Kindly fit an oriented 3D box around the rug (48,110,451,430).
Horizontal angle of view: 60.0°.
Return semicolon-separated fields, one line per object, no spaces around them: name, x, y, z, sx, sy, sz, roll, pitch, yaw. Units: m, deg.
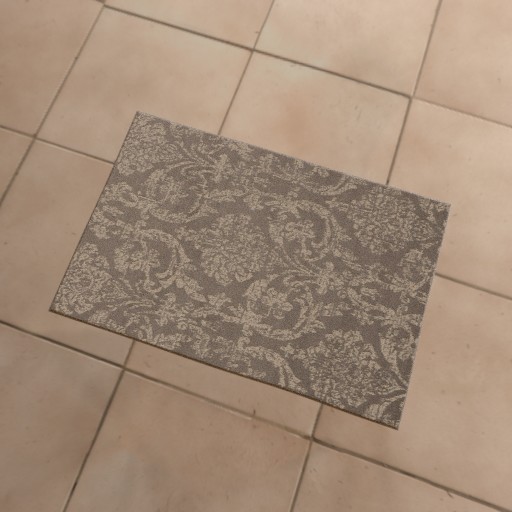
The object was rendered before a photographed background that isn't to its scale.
rug;0.000;0.000;2.319;1.824;0.012;1.206;18;76;4
